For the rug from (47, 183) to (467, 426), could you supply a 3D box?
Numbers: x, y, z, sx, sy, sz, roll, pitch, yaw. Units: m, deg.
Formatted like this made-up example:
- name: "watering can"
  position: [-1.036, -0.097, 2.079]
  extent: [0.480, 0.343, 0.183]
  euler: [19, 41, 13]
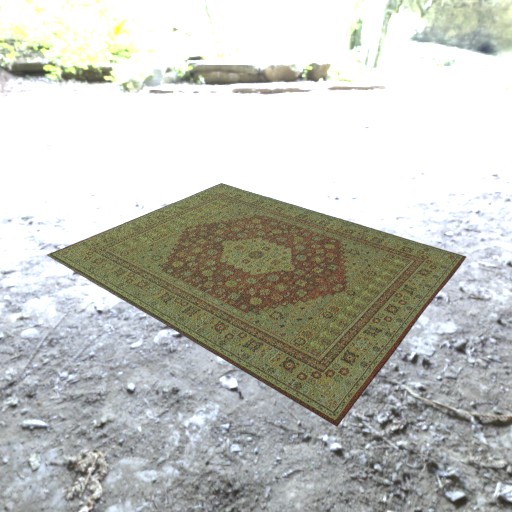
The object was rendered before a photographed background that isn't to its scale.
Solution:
- name: "rug"
  position: [0.000, 0.000, 4.078]
  extent: [3.053, 0.013, 2.387]
  euler: [22, 36, 33]
